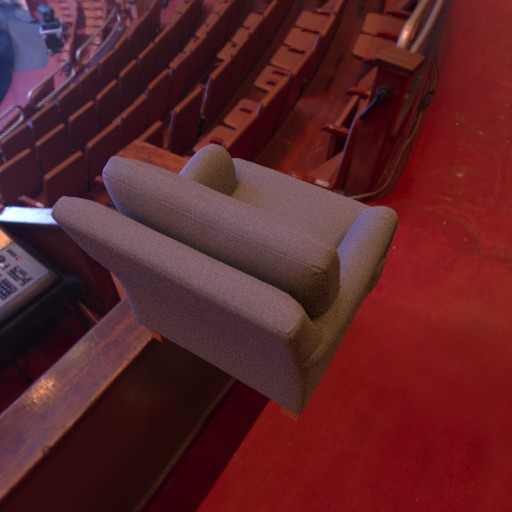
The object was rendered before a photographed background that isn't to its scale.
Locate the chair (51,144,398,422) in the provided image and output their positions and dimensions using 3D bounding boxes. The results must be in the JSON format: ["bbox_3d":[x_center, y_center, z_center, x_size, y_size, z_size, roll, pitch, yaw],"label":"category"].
[{"bbox_3d":[0.000,0.000,1.868,0.955,1.038,1.070,25,53,20],"label":"chair"}]
